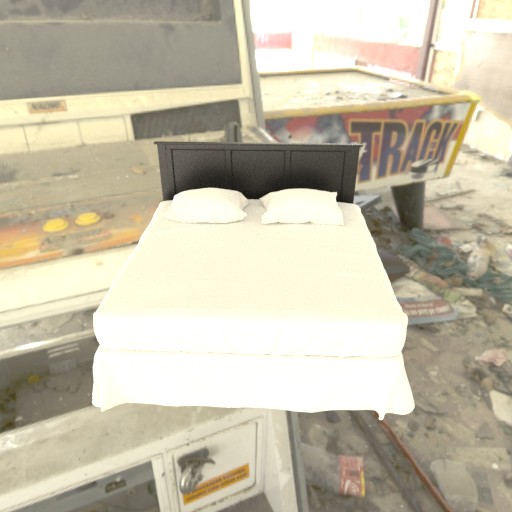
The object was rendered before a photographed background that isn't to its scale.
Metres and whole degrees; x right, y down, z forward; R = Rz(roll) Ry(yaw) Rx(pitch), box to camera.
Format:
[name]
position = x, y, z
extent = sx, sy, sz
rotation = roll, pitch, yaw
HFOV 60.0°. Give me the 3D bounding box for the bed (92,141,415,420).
[bed]
position = 0.000, 0.000, 3.618
extent = 2.315, 1.271, 2.219
rotation = 1, 29, 2
